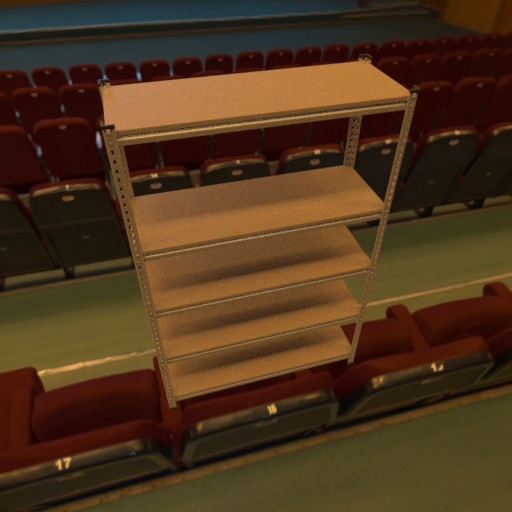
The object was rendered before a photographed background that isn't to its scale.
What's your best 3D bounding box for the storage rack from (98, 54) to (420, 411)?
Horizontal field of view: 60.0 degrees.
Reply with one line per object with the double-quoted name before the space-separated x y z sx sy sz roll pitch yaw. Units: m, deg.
"storage rack" 0.000 0.000 2.377 1.219 1.829 0.457 -11 42 -12
